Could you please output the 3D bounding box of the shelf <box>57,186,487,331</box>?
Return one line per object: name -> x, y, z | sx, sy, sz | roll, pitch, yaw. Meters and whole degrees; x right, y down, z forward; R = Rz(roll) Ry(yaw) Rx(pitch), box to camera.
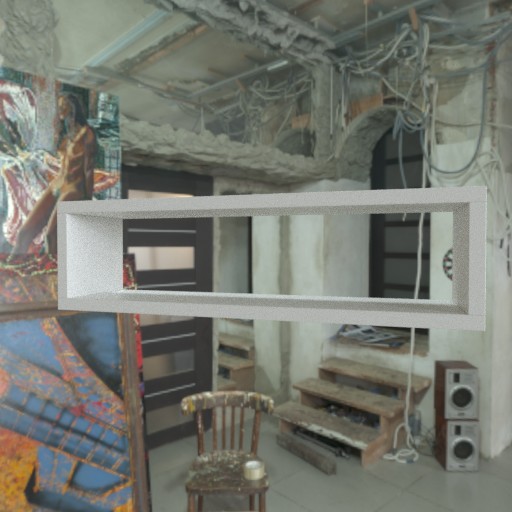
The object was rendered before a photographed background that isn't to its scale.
shelf -> 0.000, 0.000, 0.680 | 0.610, 0.170, 0.150 | 0, 1, 17
